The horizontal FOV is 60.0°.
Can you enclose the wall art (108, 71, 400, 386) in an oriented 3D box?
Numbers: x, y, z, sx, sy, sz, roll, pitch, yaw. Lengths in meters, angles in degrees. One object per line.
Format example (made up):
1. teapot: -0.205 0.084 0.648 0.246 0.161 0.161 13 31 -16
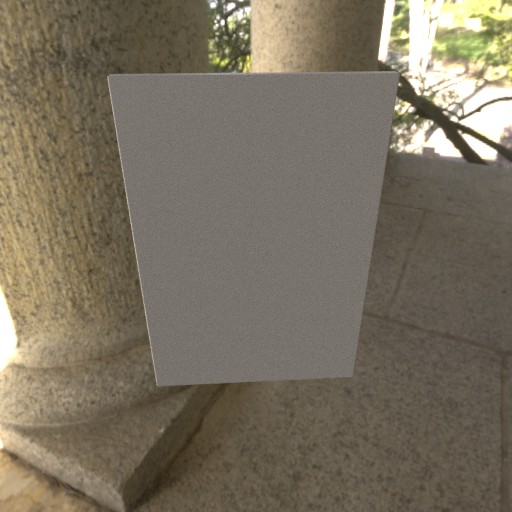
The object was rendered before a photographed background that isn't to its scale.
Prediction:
1. wall art: 0.000 0.000 1.057 0.556 0.813 0.026 -2 31 -3
